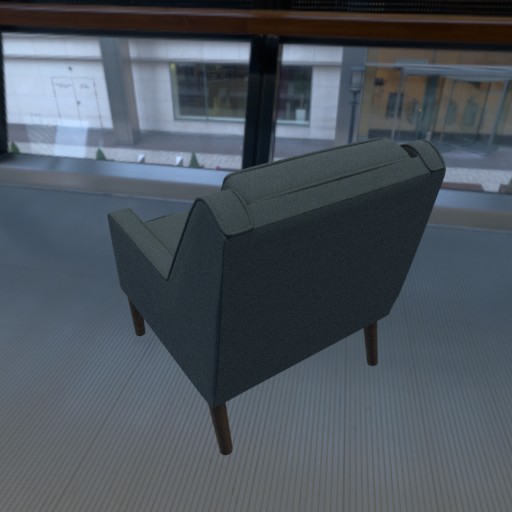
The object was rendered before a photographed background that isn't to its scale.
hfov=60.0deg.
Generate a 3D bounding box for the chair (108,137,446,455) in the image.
[{"bbox_3d":[0.000,0.000,1.350,0.663,0.780,0.733,-20,36,-30],"label":"chair"}]
